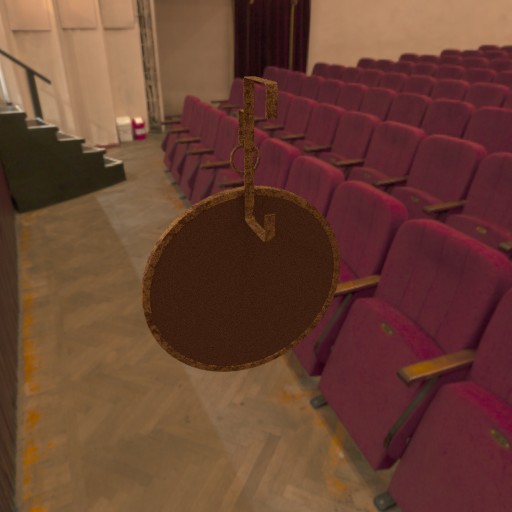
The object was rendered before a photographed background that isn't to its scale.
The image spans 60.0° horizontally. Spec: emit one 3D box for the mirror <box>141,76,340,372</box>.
[{"bbox_3d":[0.000,0.000,0.870,0.447,0.651,0.144,-9,28,-18],"label":"mirror"}]
